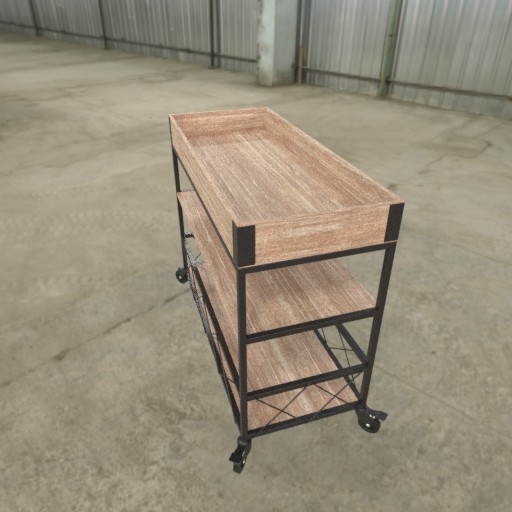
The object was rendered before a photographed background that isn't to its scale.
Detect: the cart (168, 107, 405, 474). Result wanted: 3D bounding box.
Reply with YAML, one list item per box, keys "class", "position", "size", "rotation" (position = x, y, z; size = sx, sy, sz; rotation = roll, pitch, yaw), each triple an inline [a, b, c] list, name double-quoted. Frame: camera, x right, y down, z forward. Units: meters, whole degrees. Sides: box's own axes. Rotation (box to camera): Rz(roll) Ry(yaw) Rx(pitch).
- class: "cart"
  position: [0.000, 0.000, 1.561]
  size: [0.500, 0.787, 1.101]
  rotation: [-10, 33, -15]
